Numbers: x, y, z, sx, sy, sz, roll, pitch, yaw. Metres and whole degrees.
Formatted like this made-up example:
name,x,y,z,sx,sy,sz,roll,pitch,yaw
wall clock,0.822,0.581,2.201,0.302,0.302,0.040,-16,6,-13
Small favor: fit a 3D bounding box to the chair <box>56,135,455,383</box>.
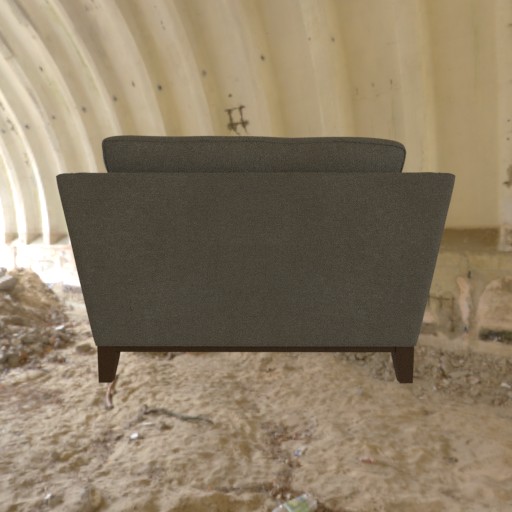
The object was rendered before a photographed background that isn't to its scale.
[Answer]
name,x,y,z,sx,sy,sz,roll,pitch,yaw
chair,0.000,0.000,2.025,1.396,0.942,0.965,0,2,0
